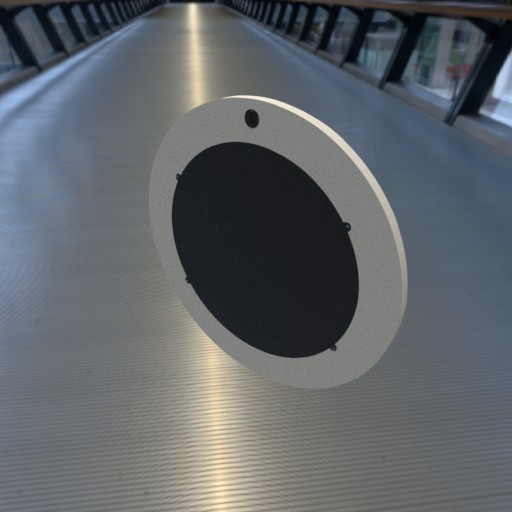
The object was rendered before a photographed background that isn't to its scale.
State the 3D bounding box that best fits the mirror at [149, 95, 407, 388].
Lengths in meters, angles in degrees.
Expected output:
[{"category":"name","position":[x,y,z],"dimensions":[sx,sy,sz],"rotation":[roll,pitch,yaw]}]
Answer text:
[{"category":"mirror","position":[0.000,0.000,1.338],"dimensions":[0.914,0.914,0.038],"rotation":[21,36,32]}]
